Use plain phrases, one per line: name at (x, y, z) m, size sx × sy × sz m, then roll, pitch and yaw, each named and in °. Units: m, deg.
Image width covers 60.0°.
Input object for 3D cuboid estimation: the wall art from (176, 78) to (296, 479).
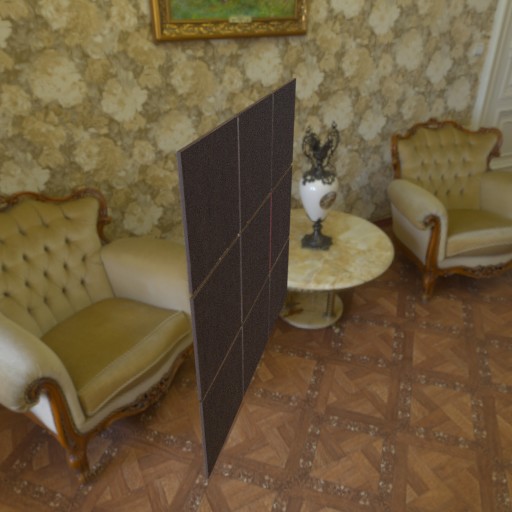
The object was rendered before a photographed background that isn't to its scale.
wall art at (0.000, 0.000, 2.292) m, size 0.014 × 1.525 × 1.527 m, roll 9°, pitch 31°, yaw 15°
